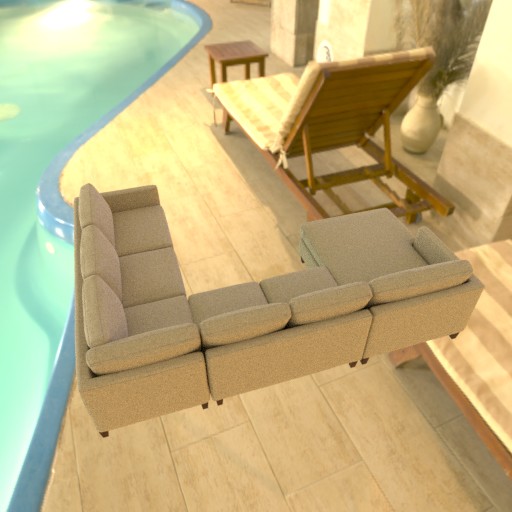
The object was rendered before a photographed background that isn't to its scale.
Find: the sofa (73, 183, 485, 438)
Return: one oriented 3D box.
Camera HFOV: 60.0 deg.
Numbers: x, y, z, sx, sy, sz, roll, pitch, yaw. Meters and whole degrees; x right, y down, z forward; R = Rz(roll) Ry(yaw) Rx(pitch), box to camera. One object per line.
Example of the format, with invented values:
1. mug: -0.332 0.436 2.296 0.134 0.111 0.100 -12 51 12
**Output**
1. sofa: 0.000 0.000 4.555 3.460 0.959 2.593 -12 43 -13
